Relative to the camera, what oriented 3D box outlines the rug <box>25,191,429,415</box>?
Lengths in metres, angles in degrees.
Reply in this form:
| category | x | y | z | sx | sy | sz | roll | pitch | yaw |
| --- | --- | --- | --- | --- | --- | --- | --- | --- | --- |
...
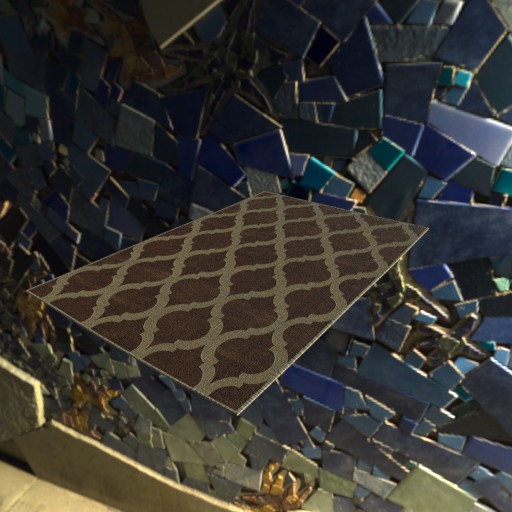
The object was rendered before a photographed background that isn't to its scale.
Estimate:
| category | x | y | z | sx | sy | sz | roll | pitch | yaw |
| --- | --- | --- | --- | --- | --- | --- | --- | --- | --- |
| rug | 0.000 | 0.000 | 2.867 | 1.522 | 0.008 | 2.284 | 18 | 31 | 32 |
